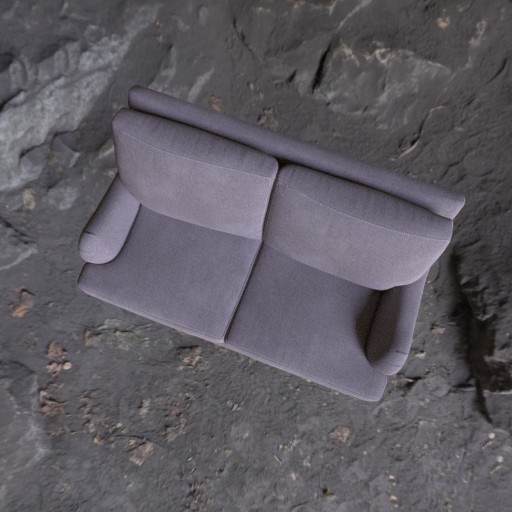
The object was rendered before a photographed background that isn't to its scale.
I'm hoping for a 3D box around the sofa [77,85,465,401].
[{"bbox_3d":[0.000,0.000,2.540,1.853,1.101,1.084,20,77,5],"label":"sofa"}]
